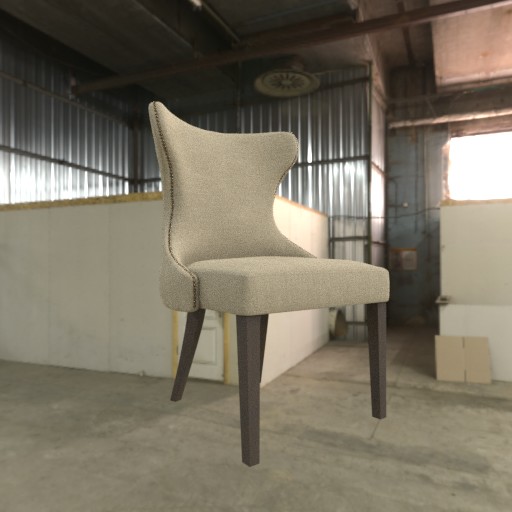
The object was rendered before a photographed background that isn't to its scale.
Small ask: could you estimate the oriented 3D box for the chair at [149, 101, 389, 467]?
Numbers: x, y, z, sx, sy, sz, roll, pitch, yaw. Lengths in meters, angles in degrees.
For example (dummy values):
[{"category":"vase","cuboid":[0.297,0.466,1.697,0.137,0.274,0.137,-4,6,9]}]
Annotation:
[{"category":"chair","cuboid":[0.000,0.000,1.413,0.628,0.967,0.635,0,0,-38]}]
